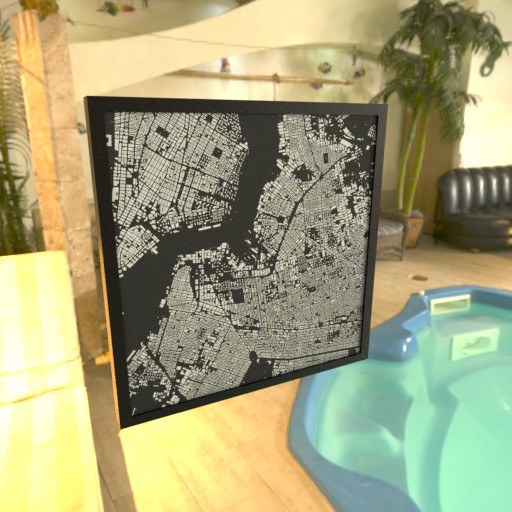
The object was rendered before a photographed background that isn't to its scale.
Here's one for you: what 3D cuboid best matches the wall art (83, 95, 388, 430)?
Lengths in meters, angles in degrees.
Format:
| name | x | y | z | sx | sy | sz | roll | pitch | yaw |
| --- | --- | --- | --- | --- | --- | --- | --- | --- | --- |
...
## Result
| name | x | y | z | sx | sy | sz | roll | pitch | yaw |
| --- | --- | --- | --- | --- | --- | --- | --- | --- | --- |
| wall art | 0.000 | 0.000 | 0.765 | 0.506 | 0.506 | 0.038 | -8 | 18 | -25 |
